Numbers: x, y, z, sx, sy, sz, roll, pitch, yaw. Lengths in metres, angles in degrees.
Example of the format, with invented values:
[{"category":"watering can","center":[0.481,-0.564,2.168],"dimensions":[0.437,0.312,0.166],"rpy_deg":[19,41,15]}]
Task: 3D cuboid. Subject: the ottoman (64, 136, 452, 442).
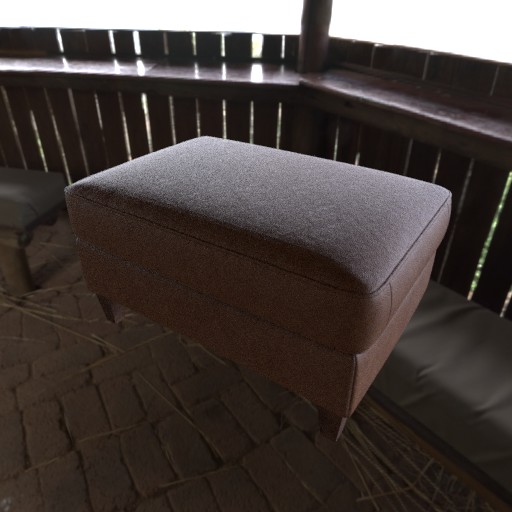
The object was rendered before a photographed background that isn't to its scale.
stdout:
[{"category":"ottoman","center":[0.000,0.000,1.217],"dimensions":[0.864,0.483,0.584],"rpy_deg":[19,36,29]}]
